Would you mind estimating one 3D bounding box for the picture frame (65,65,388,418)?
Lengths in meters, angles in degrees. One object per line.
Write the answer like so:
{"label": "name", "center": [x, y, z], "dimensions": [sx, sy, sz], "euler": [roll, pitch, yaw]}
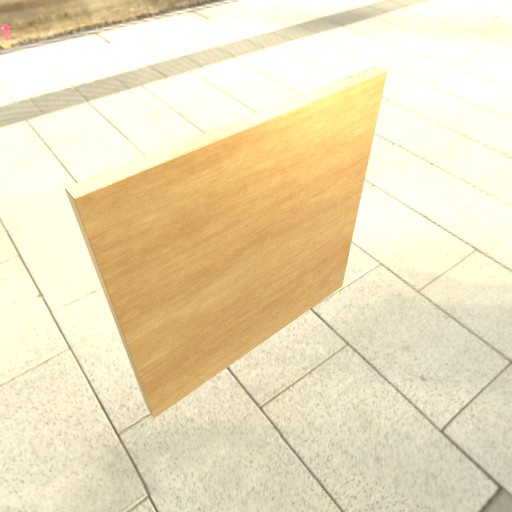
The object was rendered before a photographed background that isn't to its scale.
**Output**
{"label": "picture frame", "center": [0.000, 0.000, 1.134], "dimensions": [0.758, 0.761, 0.037], "euler": [-30, 52, -27]}
